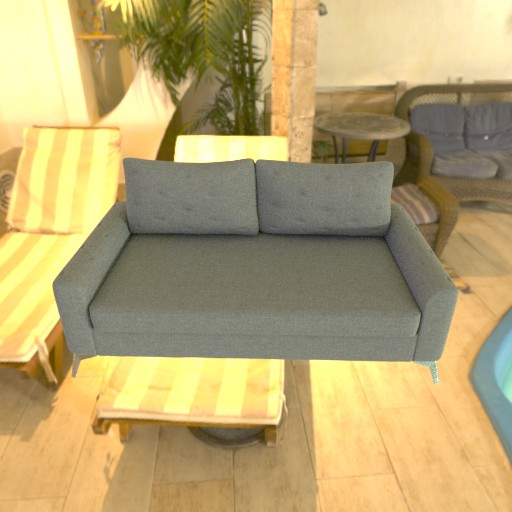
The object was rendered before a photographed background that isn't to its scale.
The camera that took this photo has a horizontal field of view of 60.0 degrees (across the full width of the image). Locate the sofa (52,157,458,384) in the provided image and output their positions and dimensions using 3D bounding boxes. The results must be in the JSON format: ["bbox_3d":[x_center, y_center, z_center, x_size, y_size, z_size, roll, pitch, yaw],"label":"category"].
[{"bbox_3d":[0.000,0.000,2.153,1.650,0.790,0.920,1,29,1],"label":"sofa"}]
